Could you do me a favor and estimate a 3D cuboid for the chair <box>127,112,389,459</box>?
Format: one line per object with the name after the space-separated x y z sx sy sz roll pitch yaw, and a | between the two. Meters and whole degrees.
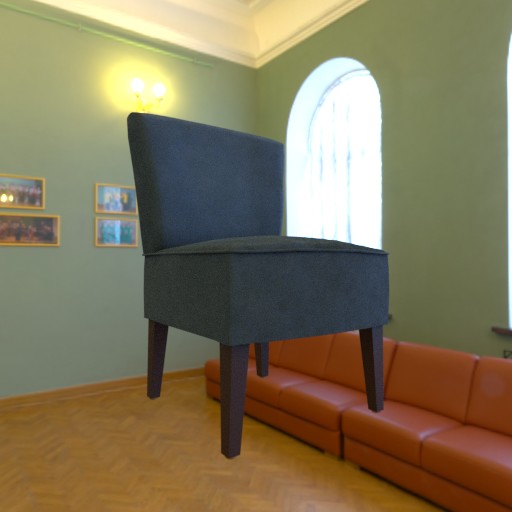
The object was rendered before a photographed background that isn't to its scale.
0.000 0.000 1.184 0.521 0.806 0.551 0 -1 -37 | chair
